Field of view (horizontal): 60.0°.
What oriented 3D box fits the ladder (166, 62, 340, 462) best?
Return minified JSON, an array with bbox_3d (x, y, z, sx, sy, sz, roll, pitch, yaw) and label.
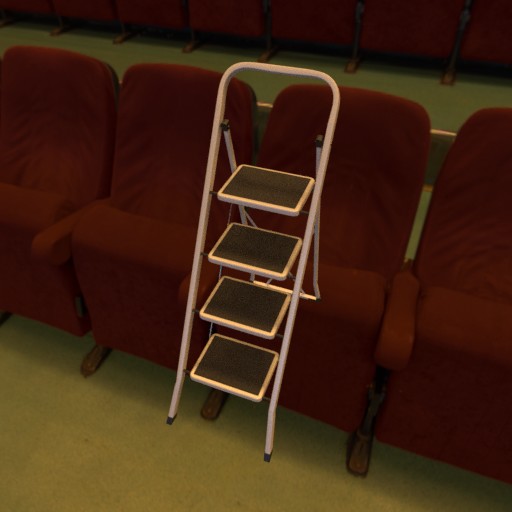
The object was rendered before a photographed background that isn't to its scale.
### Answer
[{"bbox_3d":[0.000,0.000,1.700,0.460,1.265,0.914,14,43,15],"label":"ladder"}]
